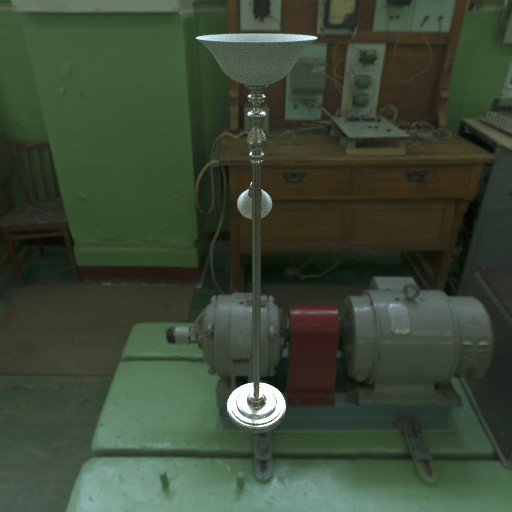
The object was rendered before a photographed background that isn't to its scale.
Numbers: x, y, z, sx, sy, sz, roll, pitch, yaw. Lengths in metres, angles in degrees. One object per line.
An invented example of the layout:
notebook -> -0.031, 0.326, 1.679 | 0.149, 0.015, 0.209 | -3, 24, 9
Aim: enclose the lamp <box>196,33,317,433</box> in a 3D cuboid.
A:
lamp -> 0.000, 0.000, 2.002 | 0.405, 1.785, 0.575 | -1, 30, -1
